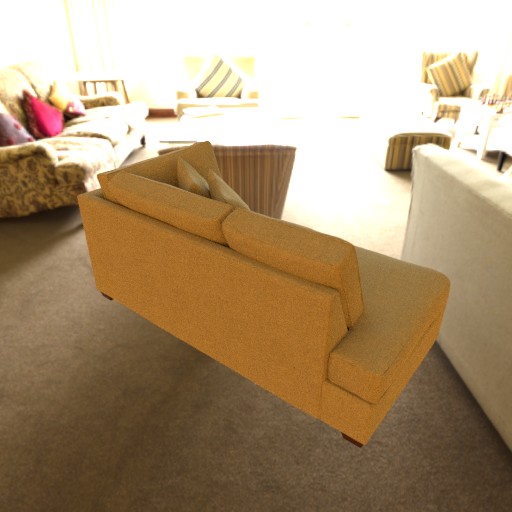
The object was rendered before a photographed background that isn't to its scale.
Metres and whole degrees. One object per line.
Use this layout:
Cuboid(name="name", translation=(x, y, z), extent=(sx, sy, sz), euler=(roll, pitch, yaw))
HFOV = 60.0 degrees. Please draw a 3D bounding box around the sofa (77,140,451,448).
Cuboid(name="sofa", translation=(0.000, 0.000, 2.885), extent=(2.238, 1.019, 1.110), euler=(21, 35, 33))
